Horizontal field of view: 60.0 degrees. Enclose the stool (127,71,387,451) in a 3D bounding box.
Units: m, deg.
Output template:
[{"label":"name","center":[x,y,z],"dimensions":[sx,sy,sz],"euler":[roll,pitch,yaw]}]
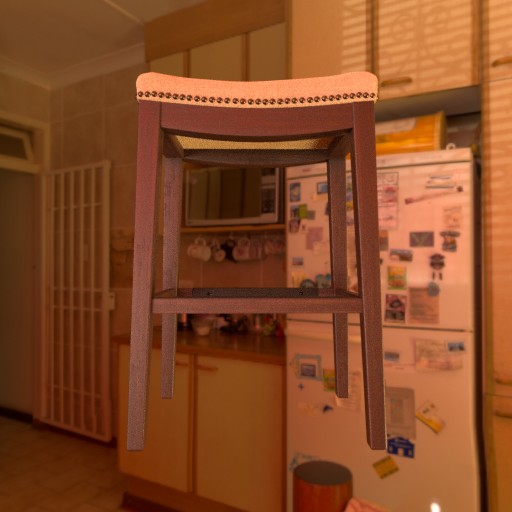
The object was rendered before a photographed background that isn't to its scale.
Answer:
[{"label":"stool","center":[0.000,0.000,1.051],"dimensions":[0.509,0.768,0.363],"euler":[0,-1,-1]}]
